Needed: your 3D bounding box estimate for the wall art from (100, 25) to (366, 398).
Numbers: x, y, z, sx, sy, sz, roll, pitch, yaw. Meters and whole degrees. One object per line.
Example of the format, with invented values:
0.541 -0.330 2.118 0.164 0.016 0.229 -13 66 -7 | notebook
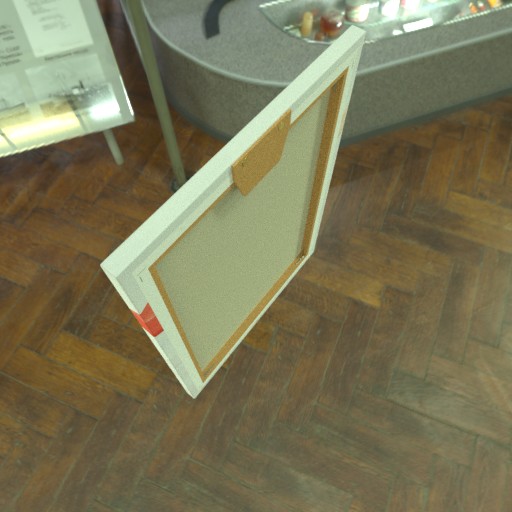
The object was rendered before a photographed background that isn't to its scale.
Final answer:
0.000 0.000 1.285 0.045 1.014 0.759 34 67 17 | wall art
